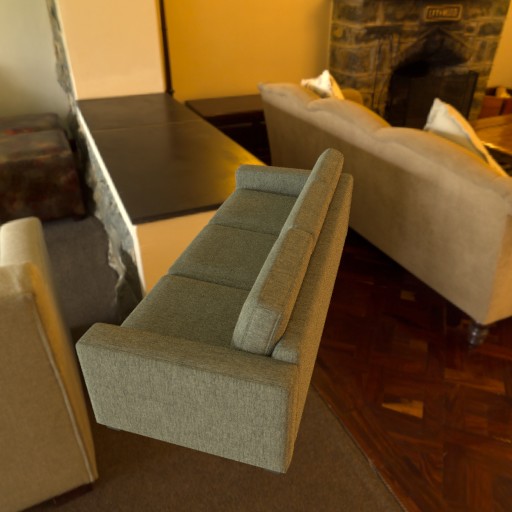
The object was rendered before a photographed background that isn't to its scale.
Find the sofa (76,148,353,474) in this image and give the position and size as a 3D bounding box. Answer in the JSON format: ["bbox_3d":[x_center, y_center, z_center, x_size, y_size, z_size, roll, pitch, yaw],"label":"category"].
[{"bbox_3d":[0.000,0.000,2.607,0.900,0.800,2.160,9,32,14],"label":"sofa"}]
